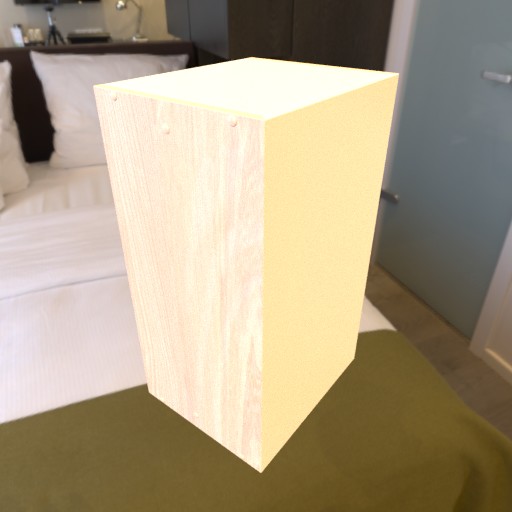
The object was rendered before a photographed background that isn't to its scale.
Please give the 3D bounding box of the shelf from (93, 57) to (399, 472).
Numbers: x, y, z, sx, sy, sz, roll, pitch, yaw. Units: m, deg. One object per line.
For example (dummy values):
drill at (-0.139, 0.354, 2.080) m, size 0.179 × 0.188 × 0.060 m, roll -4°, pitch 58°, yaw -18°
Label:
shelf at (0.000, 0.000, 0.799) m, size 0.290 × 0.600 × 0.350 m, roll 22°, pitch 38°, yaw 31°
